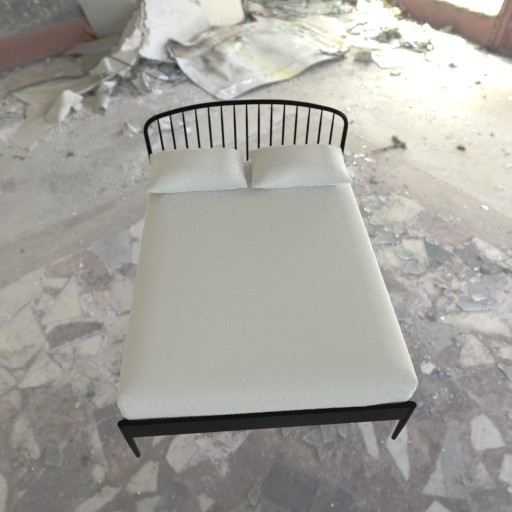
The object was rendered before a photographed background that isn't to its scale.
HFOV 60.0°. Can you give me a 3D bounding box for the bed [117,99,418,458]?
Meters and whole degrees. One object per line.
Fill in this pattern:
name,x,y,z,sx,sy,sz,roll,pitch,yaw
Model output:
bed,0.000,0.000,3.020,1.618,1.166,2.159,-3,47,-3
